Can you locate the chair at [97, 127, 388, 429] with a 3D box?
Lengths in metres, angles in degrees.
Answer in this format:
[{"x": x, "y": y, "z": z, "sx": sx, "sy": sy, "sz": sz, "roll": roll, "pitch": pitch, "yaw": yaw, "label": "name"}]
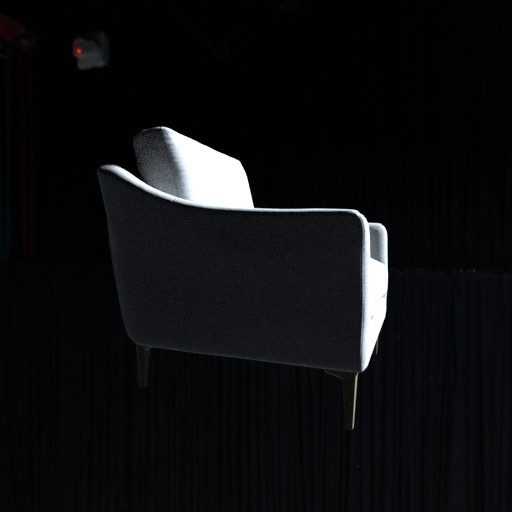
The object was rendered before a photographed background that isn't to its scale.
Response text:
[{"x": 0.000, "y": 0.000, "z": 1.734, "sx": 0.961, "sy": 0.902, "sz": 0.986, "roll": 1, "pitch": 2, "yaw": 19, "label": "chair"}]
